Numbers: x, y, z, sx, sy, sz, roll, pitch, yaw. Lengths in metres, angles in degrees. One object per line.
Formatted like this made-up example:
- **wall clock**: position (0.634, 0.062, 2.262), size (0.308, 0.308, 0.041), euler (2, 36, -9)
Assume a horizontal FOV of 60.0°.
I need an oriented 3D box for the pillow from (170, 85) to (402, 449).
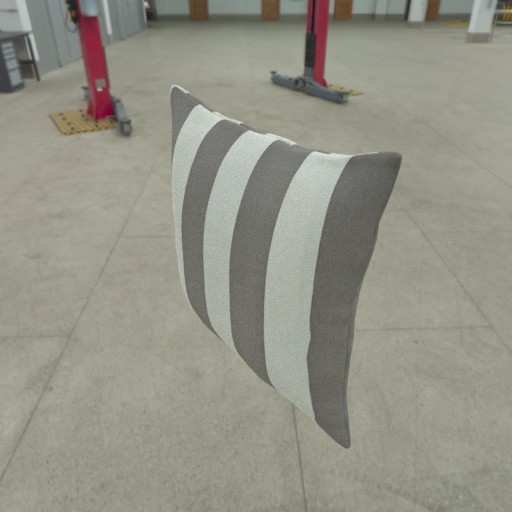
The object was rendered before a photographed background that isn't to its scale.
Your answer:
- **pillow**: position (0.000, 0.000, 0.783), size (0.192, 0.507, 0.522), euler (-21, 37, -31)
